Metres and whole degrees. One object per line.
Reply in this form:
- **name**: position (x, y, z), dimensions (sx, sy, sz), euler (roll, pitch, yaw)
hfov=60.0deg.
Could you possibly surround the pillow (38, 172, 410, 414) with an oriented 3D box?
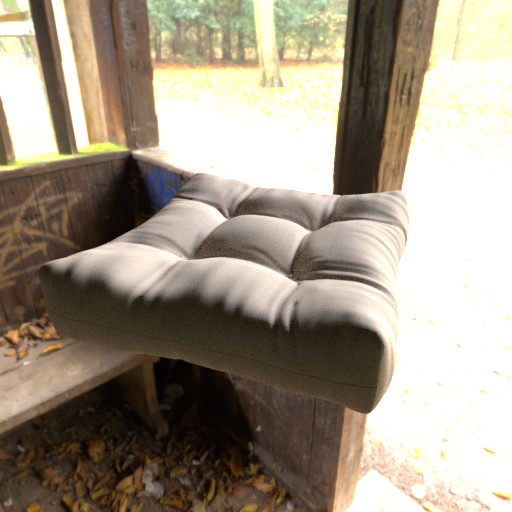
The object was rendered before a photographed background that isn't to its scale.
- **pillow**: position (0.000, 0.000, 0.728), dimensions (0.468, 0.128, 0.490), euler (9, 29, 17)
